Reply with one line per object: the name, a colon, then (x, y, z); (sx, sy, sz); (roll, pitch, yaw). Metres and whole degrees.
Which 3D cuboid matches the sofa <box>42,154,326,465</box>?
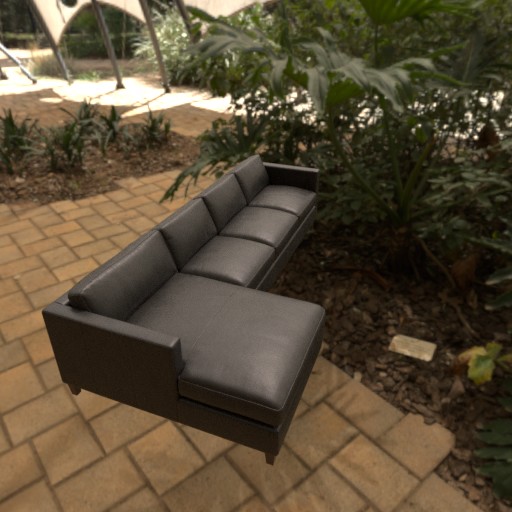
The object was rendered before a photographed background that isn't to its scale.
sofa: (0.000, 0.000, 3.893); (1.581, 0.883, 3.203); (11, 32, 19)
